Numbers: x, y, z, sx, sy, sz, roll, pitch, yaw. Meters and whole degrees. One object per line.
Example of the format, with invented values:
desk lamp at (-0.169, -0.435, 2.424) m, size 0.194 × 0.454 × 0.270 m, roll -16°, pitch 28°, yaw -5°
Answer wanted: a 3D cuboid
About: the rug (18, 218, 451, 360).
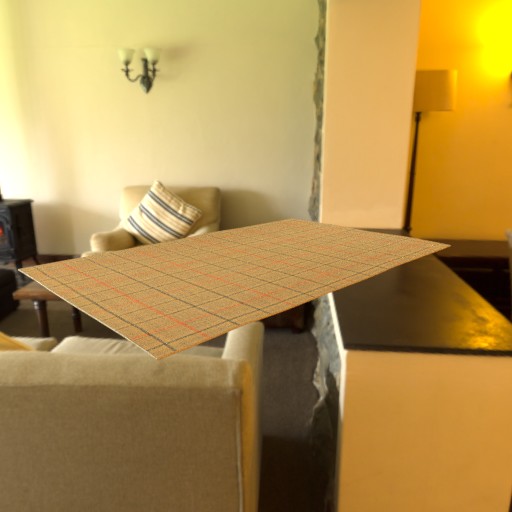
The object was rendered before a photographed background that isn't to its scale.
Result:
rug at (0.000, 0.000, 2.908) m, size 2.439 × 0.015 × 1.524 m, roll -14°, pitch 20°, yaw -42°
